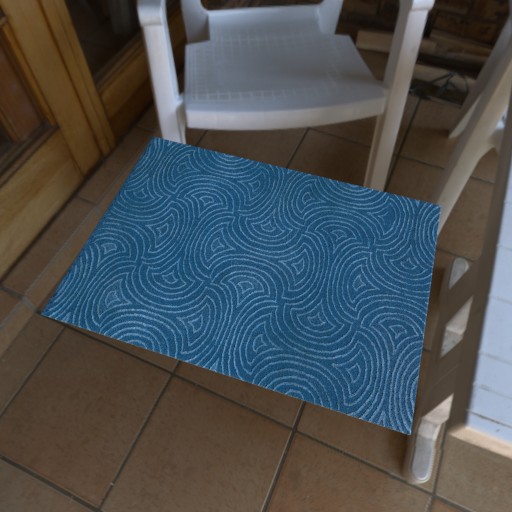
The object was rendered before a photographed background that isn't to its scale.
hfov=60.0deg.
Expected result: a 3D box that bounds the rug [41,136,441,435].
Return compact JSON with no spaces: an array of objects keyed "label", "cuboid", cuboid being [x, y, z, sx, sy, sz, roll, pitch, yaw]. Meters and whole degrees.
[{"label":"rug","cuboid":[0.000,0.000,2.802,2.144,0.015,1.543,15,59,9]}]
